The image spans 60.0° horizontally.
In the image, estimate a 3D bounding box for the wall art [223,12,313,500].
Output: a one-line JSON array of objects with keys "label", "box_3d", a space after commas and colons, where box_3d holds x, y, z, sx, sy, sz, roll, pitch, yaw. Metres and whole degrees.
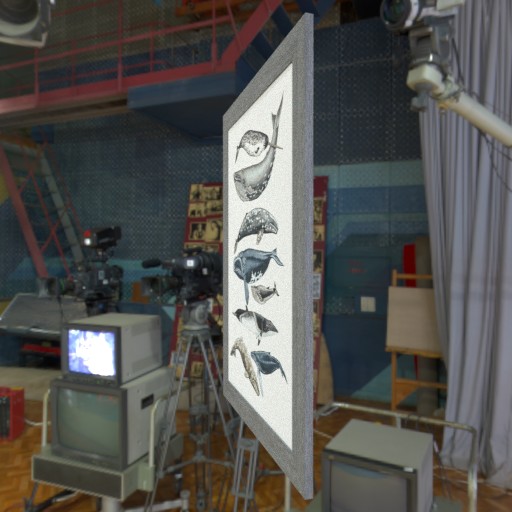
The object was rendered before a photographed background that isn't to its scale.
[{"label": "wall art", "box_3d": [0.000, 0.000, 1.342, 0.020, 1.070, 0.768, 0, 0, -18]}]
